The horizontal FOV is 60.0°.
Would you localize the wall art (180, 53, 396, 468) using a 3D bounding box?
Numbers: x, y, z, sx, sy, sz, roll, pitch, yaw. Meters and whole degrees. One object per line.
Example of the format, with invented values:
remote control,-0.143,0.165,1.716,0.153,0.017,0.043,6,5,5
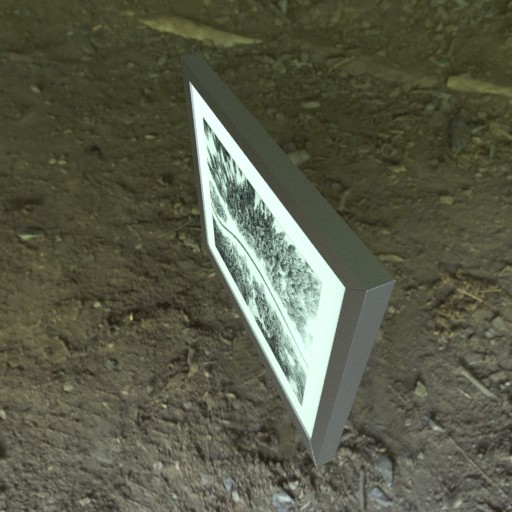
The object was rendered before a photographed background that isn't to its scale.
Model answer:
wall art,0.000,0.000,0.739,0.032,0.456,0.557,-18,49,-16
